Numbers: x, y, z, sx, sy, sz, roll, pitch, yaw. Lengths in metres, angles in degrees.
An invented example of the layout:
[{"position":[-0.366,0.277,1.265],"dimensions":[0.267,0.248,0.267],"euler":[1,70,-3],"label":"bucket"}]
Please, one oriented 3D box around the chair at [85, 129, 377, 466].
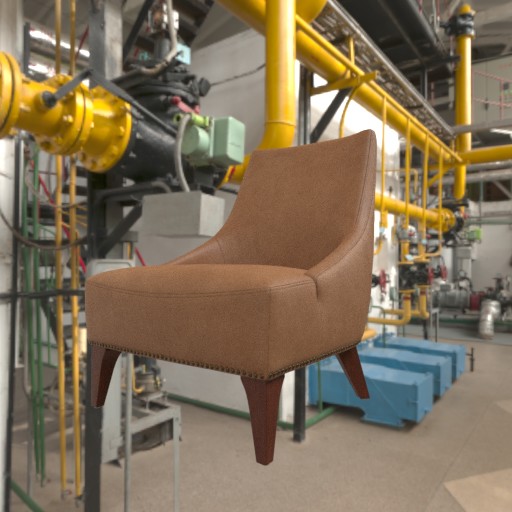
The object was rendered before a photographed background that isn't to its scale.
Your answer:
[{"position":[0.000,0.000,1.453],"dimensions":[0.701,0.909,0.861],"euler":[0,-1,37],"label":"chair"}]
